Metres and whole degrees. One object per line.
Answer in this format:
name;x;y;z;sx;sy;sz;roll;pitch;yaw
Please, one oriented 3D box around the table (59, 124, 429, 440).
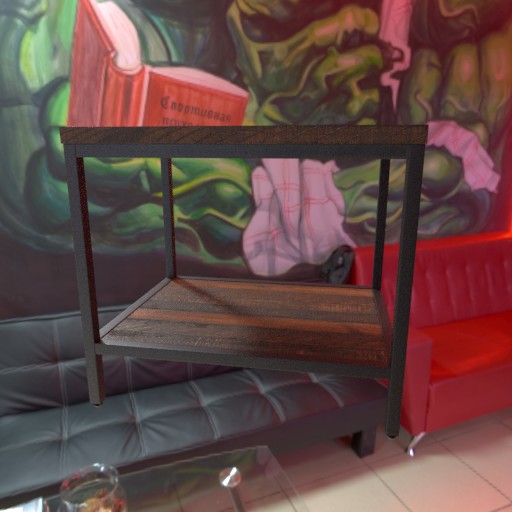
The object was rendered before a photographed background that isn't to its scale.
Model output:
table;0.000;0.000;1.119;0.678;0.612;0.524;3;14;10
